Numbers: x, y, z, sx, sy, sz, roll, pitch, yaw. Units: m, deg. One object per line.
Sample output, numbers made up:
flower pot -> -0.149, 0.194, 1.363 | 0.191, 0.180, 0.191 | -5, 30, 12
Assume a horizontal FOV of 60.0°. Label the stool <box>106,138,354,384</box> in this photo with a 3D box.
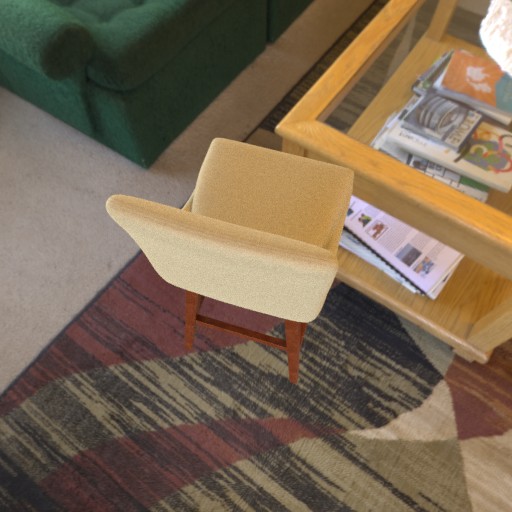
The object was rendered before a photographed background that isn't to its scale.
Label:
stool -> 0.000, 0.000, 1.380 | 0.470, 1.092, 0.559 | 15, 63, 8
